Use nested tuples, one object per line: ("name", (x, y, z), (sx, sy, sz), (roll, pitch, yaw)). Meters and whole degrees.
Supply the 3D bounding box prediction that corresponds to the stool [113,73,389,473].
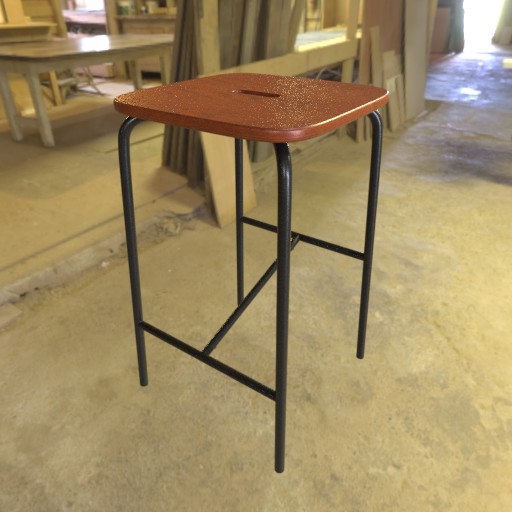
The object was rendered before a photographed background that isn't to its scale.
("stool", (0.000, 0.000, 0.870), (0.376, 0.610, 0.376), (20, 36, 30))
